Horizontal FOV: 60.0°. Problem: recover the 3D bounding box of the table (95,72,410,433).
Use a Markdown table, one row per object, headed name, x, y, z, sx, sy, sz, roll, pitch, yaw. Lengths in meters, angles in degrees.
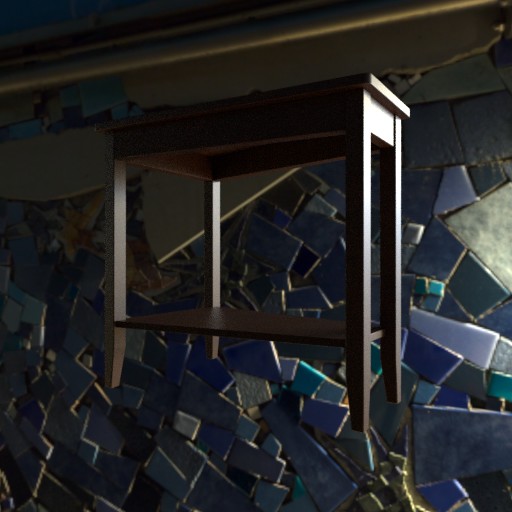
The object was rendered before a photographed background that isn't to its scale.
| name | x | y | z | sx | sy | sz | roll | pitch | yaw |
| --- | --- | --- | --- | --- | --- | --- | --- | --- | --- |
| table | 0.000 | 0.000 | 0.975 | 0.605 | 0.589 | 0.399 | 0 | 0 | 35 |
